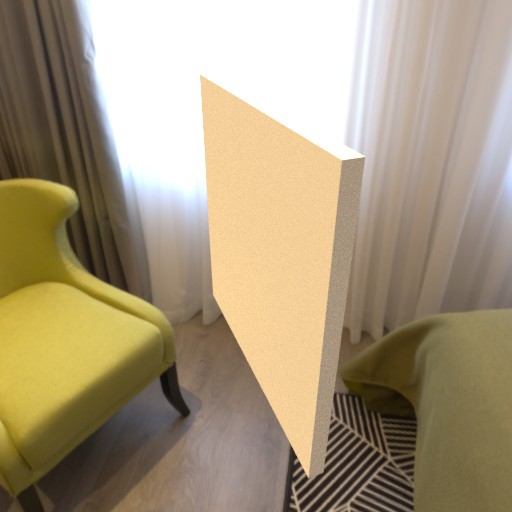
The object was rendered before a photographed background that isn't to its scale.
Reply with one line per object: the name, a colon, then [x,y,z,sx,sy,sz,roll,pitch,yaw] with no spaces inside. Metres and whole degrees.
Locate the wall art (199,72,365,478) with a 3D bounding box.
wall art: [0.000,0.000,0.831,0.028,0.559,0.559,-12,33,-18]
